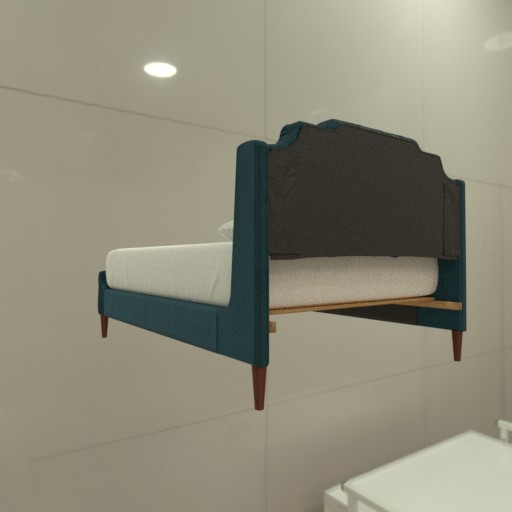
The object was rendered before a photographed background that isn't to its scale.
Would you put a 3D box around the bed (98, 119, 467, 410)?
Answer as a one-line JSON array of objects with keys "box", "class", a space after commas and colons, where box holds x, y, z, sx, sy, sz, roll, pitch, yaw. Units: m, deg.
[{"box": [0.000, 0.000, 3.293, 1.676, 1.351, 2.322, 0, -1, -36], "class": "bed"}]
